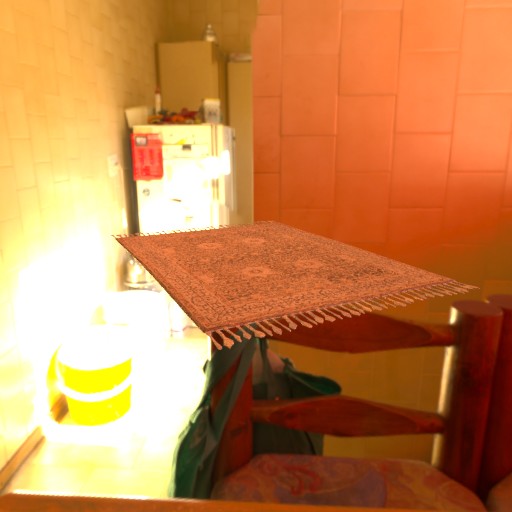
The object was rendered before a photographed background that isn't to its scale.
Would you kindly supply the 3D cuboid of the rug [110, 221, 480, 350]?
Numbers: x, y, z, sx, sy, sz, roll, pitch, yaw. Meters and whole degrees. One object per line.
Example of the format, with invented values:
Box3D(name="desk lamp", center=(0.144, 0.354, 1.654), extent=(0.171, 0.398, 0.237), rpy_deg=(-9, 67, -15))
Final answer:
Box3D(name="rug", center=(0.000, 0.000, 3.187), extent=(1.619, 0.023, 2.465), rpy_deg=(-8, 17, -26))
